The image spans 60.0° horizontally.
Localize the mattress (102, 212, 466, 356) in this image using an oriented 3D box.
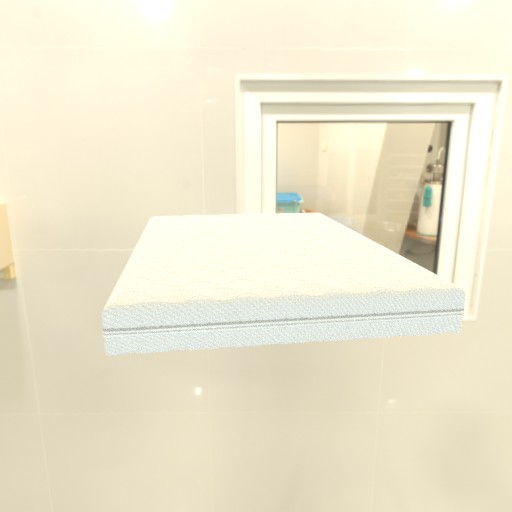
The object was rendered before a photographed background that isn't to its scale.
[{"bbox_3d":[0.000,0.000,2.626,1.400,0.200,2.000,-2,14,-8],"label":"mattress"}]
